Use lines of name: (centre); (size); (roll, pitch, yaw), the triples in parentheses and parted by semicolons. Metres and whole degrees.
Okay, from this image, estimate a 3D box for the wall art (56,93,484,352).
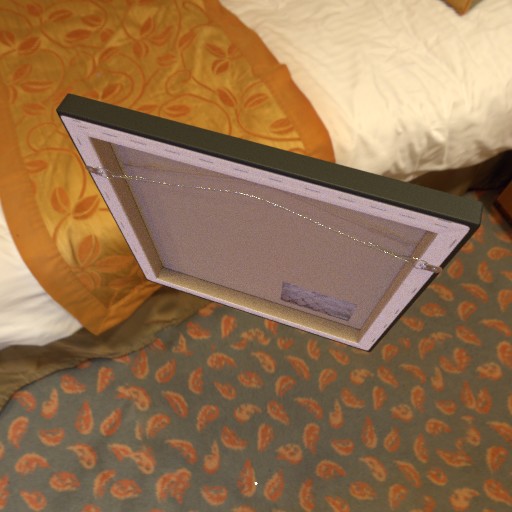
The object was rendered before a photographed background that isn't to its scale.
wall art: (0.000, 0.000, 0.879); (0.610, 0.611, 0.043); (17, 64, 8)
